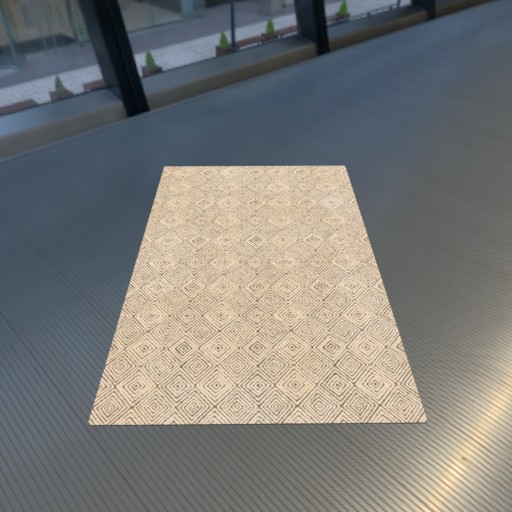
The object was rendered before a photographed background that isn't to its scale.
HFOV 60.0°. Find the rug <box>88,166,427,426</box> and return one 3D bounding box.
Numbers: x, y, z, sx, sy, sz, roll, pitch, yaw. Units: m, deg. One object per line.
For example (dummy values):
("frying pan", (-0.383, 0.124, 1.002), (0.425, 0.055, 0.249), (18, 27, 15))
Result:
("rug", (0.000, 0.000, 2.208), (1.175, 0.008, 1.783), (0, 41, 0))
